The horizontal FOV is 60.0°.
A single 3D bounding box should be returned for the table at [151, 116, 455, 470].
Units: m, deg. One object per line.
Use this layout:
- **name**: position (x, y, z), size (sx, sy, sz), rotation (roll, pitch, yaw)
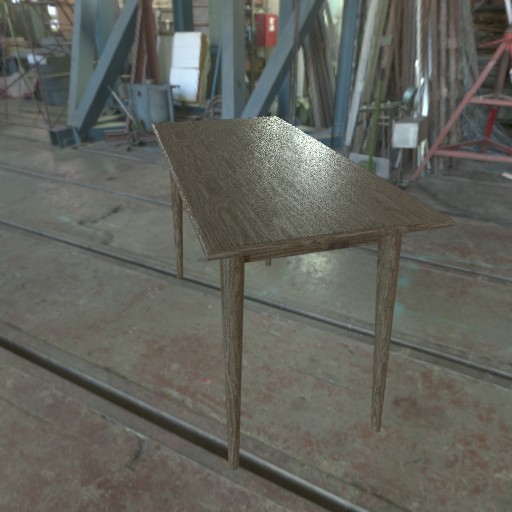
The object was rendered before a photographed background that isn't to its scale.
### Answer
- **table**: position (0.000, 0.000, 1.707), size (0.599, 0.780, 1.300), rotation (-8, 29, -15)
